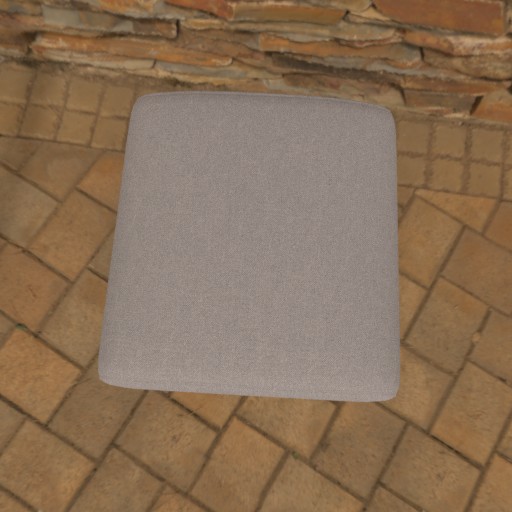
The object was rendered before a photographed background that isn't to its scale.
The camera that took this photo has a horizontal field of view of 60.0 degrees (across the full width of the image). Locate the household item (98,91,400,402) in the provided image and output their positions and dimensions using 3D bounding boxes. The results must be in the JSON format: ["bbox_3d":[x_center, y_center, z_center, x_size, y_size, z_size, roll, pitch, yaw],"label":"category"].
[{"bbox_3d":[0.000,0.000,0.897,0.530,0.410,0.530,3,77,1],"label":"household item"}]
